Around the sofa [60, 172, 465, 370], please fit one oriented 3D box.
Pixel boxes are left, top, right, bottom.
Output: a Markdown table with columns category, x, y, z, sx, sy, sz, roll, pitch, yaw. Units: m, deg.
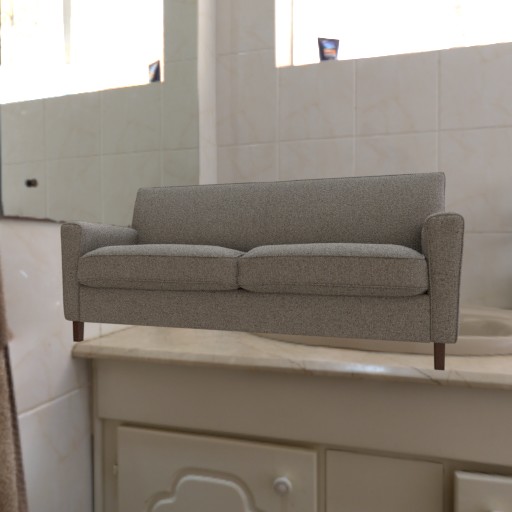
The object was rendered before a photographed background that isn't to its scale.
| category | x | y | z | sx | sy | sz | roll | pitch | yaw |
| --- | --- | --- | --- | --- | --- | --- | --- | --- | --- |
| sofa | 0.000 | 0.000 | 2.453 | 2.026 | 0.942 | 0.854 | 0 | 1 | 18 |
